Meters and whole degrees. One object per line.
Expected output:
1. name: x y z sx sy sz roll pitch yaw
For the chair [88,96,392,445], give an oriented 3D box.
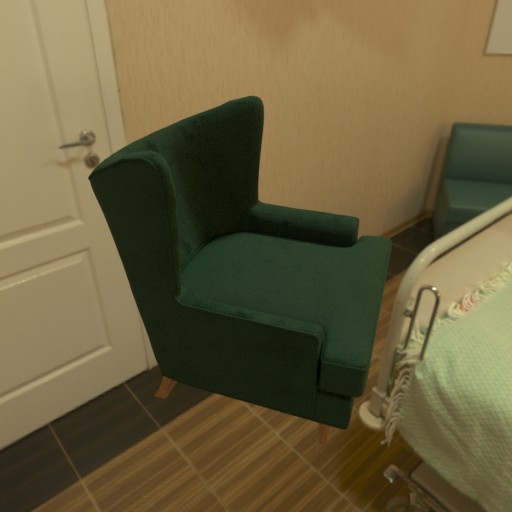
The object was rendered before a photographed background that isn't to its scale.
1. chair: 0.000 0.000 1.596 0.910 0.952 0.793 10 33 17
